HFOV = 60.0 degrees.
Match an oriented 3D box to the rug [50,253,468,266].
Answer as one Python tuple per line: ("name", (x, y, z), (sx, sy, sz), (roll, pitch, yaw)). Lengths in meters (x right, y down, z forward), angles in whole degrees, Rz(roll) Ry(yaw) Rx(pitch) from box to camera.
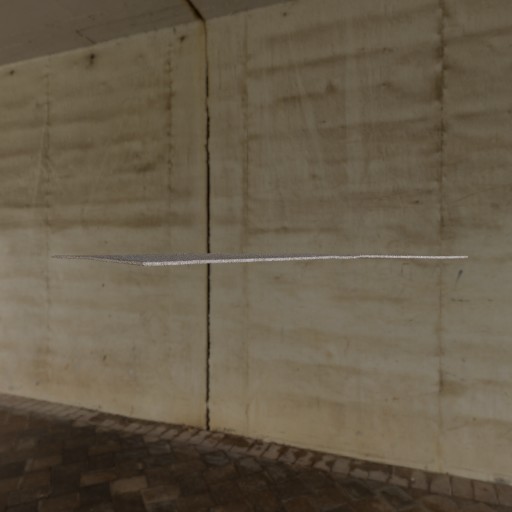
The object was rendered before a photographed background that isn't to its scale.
("rug", (0.000, 0.000, 5.015), (3.778, 0.053, 2.873), (-1, 1, -35))
